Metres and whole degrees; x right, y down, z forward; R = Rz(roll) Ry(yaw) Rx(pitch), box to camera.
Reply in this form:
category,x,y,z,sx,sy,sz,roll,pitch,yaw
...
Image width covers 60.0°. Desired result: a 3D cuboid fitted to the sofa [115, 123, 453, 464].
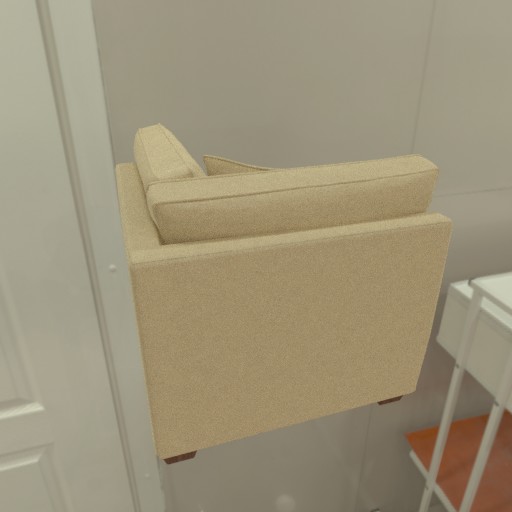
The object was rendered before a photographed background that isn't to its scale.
category,x,y,z,sx,sy,sz,roll,pitch,yaw
sofa,0.000,0.000,1.953,1.084,1.002,1.146,-8,27,-16
